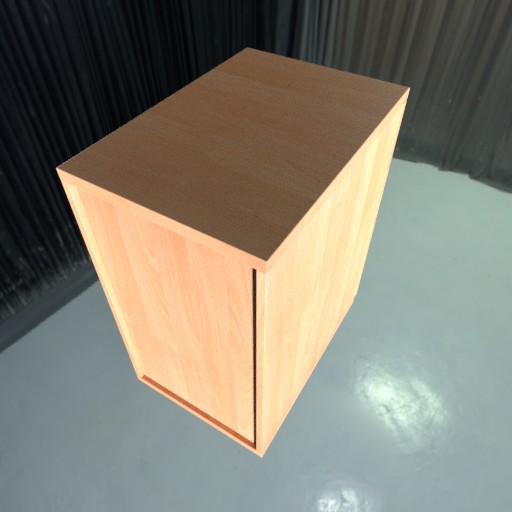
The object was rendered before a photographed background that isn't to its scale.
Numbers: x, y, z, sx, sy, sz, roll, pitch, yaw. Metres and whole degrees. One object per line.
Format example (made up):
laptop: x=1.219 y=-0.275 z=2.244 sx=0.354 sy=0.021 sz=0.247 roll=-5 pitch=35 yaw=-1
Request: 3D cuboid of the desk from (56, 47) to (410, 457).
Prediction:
desk: x=0.000 y=0.000 z=1.095 sx=0.404 sy=0.730 sz=0.600 roll=24 pitch=51 yaw=21
